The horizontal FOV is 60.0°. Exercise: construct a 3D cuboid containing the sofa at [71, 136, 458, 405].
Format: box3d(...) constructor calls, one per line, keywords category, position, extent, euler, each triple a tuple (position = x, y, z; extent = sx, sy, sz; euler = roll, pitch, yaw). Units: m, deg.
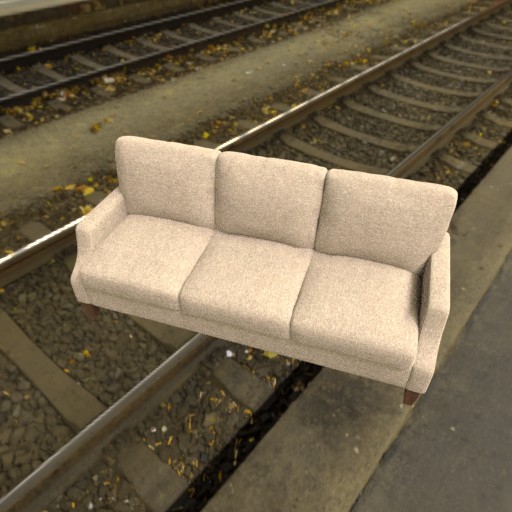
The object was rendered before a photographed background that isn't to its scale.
box3d(category="sofa", position=(0.000, 0.000, 2.621), extent=(2.115, 0.984, 0.888), euler=(12, 42, 14))
